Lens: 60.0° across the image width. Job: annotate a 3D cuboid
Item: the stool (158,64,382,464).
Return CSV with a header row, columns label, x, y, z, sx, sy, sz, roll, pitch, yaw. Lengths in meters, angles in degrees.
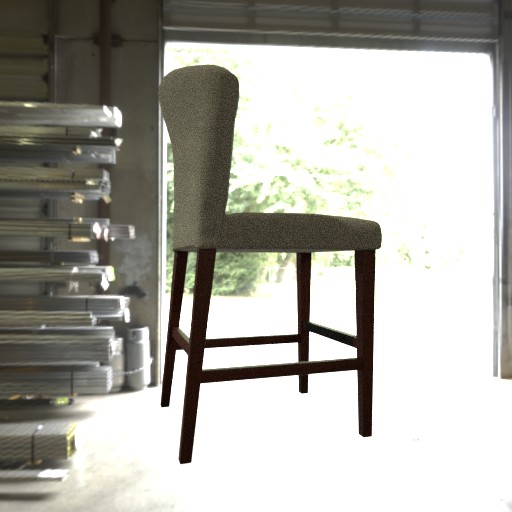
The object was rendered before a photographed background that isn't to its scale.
label,x,y,z,sx,sy,sz,roll,pitch,yaw
stool,0.000,0.000,1.315,0.568,0.969,0.481,0,-1,-18
